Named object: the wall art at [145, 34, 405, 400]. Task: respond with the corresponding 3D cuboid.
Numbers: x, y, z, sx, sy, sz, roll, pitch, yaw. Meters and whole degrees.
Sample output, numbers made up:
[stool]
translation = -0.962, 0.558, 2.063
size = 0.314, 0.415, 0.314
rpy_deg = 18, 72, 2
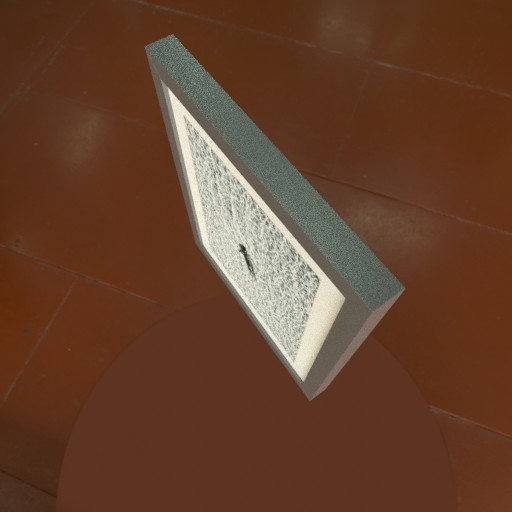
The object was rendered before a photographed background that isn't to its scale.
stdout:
[wall art]
translation = 0.000, 0.000, 0.518
size = 0.030, 0.379, 0.308
rpy_deg = -32, 68, -15
